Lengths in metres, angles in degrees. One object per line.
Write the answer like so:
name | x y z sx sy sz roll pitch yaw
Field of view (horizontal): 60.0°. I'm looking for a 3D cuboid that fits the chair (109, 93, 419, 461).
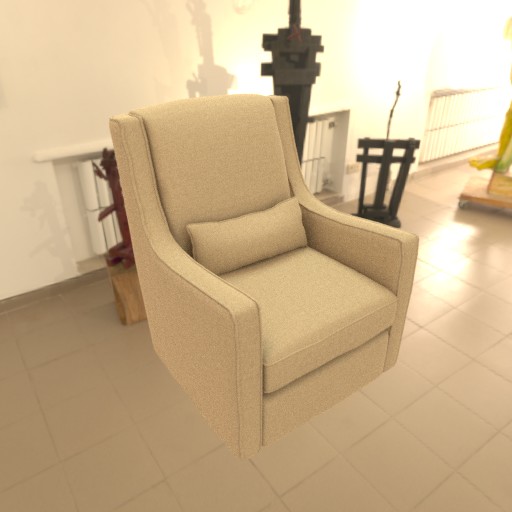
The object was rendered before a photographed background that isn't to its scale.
chair | 0.000 0.000 1.601 0.732 0.993 0.879 -20 35 -30
